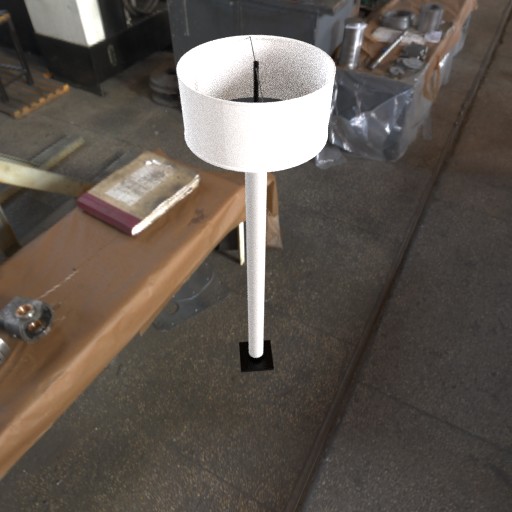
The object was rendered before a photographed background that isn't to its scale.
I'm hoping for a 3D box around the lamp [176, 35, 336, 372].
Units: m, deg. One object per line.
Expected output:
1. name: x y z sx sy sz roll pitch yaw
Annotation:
1. lamp: 0.000 0.000 1.696 0.420 1.475 0.420 -4 46 -3
